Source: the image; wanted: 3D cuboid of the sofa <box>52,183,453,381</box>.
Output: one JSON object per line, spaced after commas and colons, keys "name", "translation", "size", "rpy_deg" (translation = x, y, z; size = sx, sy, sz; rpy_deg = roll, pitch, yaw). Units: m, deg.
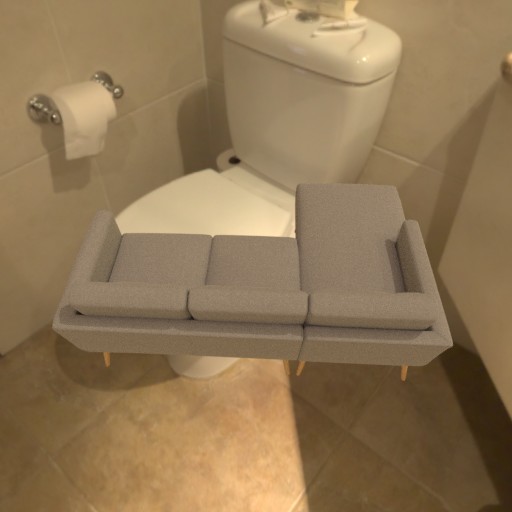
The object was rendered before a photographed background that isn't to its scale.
{"name": "sofa", "translation": [0.000, 0.000, 2.849], "size": [2.040, 0.860, 1.530], "rpy_deg": [2, 47, 2]}
